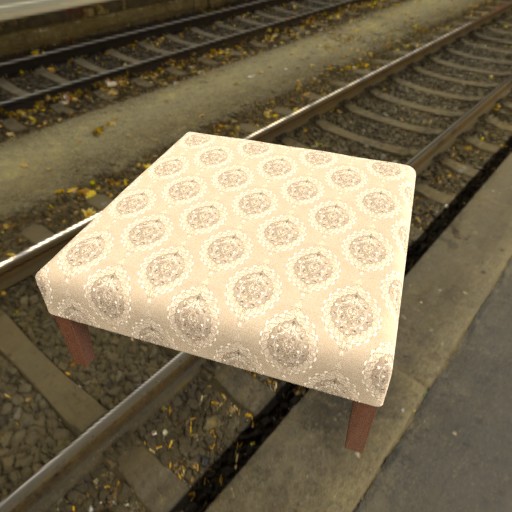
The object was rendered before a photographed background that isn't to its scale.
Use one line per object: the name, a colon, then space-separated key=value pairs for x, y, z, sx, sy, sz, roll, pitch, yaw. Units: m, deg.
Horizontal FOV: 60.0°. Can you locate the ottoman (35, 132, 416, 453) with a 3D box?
ottoman: x=0.000 y=0.000 z=1.425 sx=0.889 sy=0.411 sz=0.890 roll=12 pitch=41 yaw=14
